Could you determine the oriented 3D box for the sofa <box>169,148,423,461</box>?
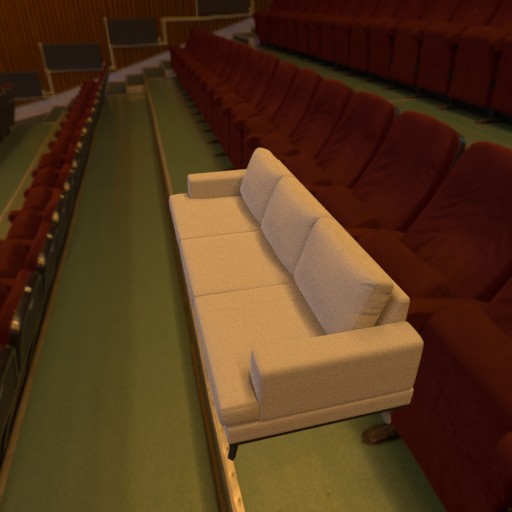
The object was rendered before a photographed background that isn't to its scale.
[{"bbox_3d":[0.000,0.000,2.841,0.920,0.810,2.310,-8,31,-13],"label":"sofa"}]
